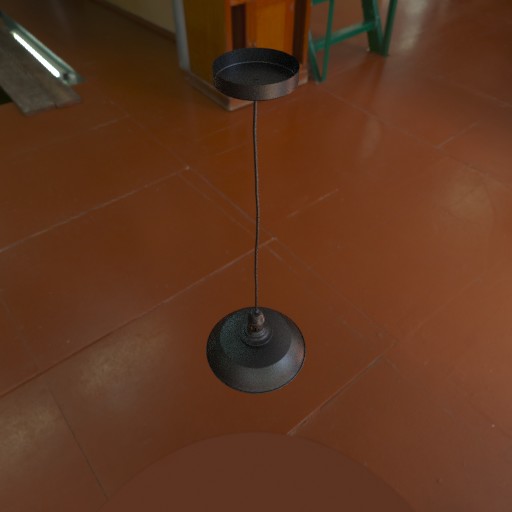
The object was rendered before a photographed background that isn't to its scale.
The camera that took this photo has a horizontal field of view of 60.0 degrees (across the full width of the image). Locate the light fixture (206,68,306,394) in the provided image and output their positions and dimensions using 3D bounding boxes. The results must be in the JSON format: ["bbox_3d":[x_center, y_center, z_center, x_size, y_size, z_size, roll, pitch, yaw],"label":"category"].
[{"bbox_3d":[0.000,0.000,1.153,0.331,0.993,0.331,-3,47,-3],"label":"light fixture"}]
